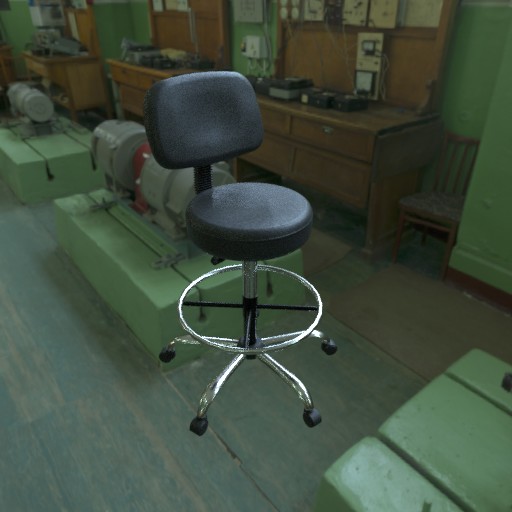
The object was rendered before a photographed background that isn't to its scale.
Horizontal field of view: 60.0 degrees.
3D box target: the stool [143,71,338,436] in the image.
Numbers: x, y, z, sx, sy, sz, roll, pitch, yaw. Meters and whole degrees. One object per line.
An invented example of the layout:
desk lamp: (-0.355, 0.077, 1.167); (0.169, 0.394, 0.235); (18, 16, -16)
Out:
stool: (0.000, 0.000, 1.463); (0.694, 1.069, 0.658); (-22, 37, -33)
